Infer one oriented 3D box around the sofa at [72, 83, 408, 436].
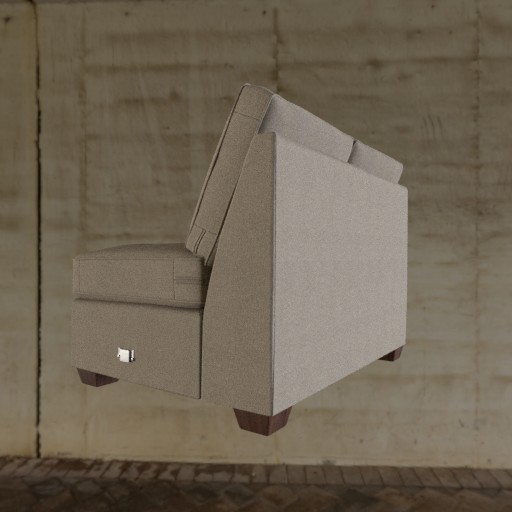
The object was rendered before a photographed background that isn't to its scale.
[{"bbox_3d":[0.000,0.000,1.964,0.978,1.006,1.232,0,0,35],"label":"sofa"}]
